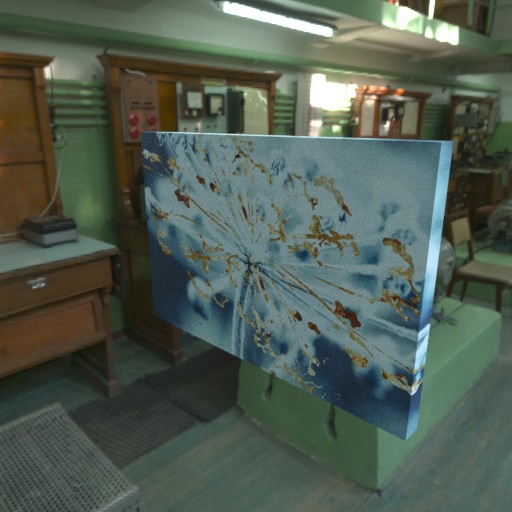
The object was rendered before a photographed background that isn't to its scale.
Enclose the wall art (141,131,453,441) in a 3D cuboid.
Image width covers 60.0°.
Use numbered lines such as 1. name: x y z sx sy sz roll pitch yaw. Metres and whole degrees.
1. wall art: 0.000 0.000 0.771 0.607 0.405 0.036 16 23 41
